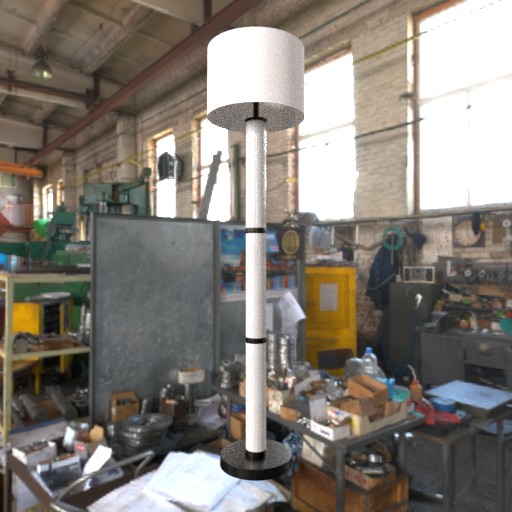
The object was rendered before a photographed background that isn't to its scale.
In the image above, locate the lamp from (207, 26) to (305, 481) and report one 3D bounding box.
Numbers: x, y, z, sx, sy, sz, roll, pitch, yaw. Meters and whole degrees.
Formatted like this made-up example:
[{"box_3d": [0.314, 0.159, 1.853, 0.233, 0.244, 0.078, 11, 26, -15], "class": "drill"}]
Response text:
[{"box_3d": [0.000, 0.000, 1.719, 0.377, 1.599, 0.377, 0, 0, 18], "class": "lamp"}]
